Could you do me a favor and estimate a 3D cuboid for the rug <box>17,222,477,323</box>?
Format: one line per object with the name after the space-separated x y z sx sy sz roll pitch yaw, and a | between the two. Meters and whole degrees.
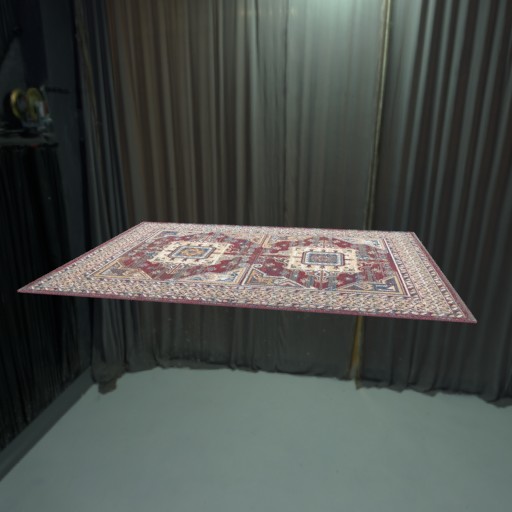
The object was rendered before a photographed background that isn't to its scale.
0.000 0.000 2.849 2.210 0.011 1.599 3 17 9 | rug
